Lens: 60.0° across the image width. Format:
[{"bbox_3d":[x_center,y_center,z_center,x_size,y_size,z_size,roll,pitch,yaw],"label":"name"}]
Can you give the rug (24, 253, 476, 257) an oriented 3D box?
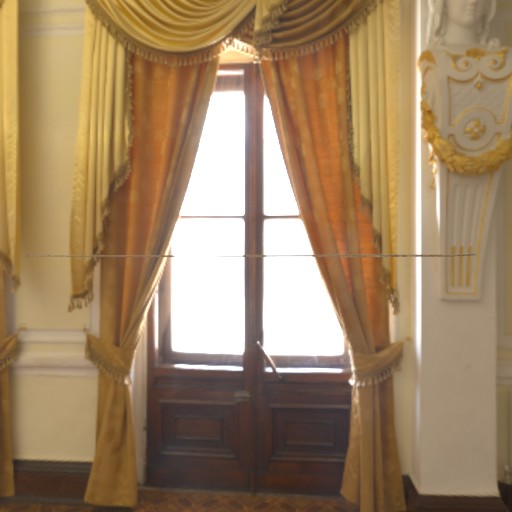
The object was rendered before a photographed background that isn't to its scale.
[{"bbox_3d":[0.000,0.000,2.492,2.084,0.009,1.222,0,0,17],"label":"rug"}]
